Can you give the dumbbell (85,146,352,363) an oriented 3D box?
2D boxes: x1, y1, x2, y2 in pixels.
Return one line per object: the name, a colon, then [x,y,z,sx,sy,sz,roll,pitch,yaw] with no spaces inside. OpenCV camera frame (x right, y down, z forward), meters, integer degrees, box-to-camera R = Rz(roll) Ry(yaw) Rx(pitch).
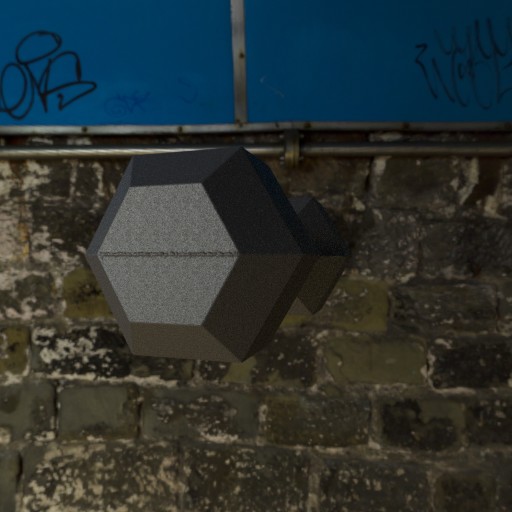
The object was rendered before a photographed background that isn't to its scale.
dumbbell: [0.000,0.000,0.437,0.157,0.137,0.361,0,0,18]
